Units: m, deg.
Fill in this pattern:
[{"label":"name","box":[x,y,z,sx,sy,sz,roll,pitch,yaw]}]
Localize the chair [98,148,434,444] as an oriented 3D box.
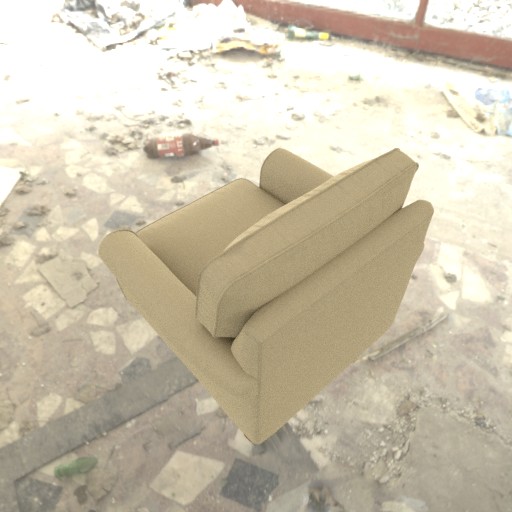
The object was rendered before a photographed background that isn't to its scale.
[{"label":"chair","box":[0.000,0.000,1.805,1.029,0.967,0.966,-32,55,-27]}]
